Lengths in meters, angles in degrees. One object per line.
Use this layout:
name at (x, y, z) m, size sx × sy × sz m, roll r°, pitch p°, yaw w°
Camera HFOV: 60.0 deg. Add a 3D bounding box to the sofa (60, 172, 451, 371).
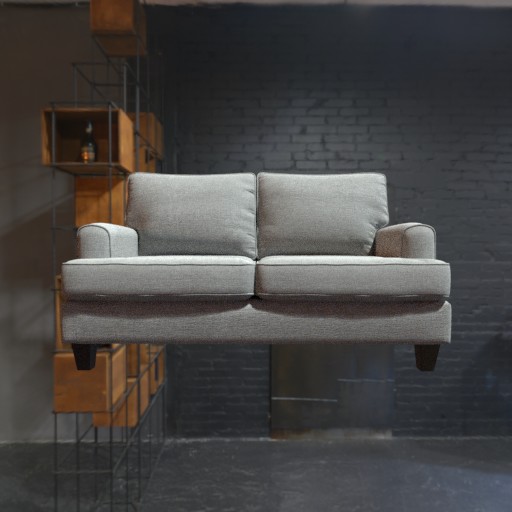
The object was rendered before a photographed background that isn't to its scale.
sofa at (0.000, 0.000, 2.276) m, size 1.651 × 0.965 × 0.965 m, roll 0°, pitch 1°, yaw 1°
